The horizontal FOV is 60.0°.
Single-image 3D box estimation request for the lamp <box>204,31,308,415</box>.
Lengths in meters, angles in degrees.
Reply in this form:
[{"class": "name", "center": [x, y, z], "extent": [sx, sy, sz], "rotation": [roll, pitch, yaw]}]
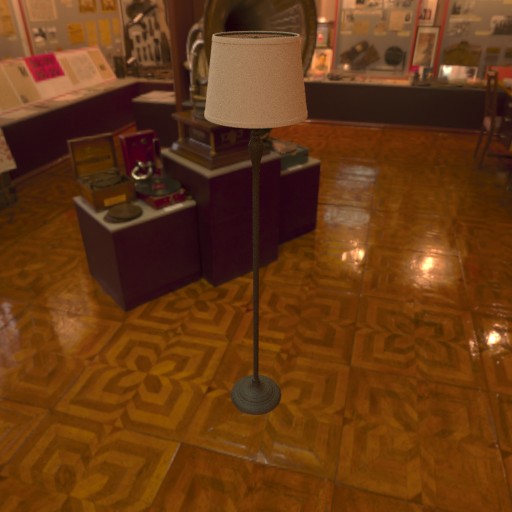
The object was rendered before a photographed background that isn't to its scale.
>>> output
[{"class": "lamp", "center": [0.000, 0.000, 1.681], "extent": [0.327, 1.506, 0.327], "rotation": [9, 32, 15]}]
